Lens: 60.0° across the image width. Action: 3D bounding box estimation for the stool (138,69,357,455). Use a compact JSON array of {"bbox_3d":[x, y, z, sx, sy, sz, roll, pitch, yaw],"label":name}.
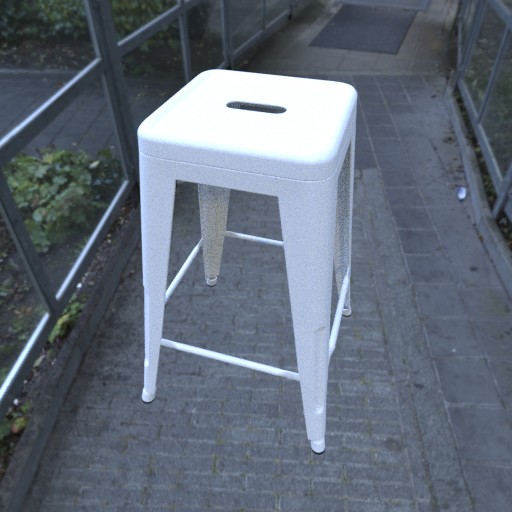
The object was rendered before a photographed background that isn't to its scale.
[{"bbox_3d":[0.000,0.000,0.870,0.406,0.610,0.406,11,42,13],"label":"stool"}]
